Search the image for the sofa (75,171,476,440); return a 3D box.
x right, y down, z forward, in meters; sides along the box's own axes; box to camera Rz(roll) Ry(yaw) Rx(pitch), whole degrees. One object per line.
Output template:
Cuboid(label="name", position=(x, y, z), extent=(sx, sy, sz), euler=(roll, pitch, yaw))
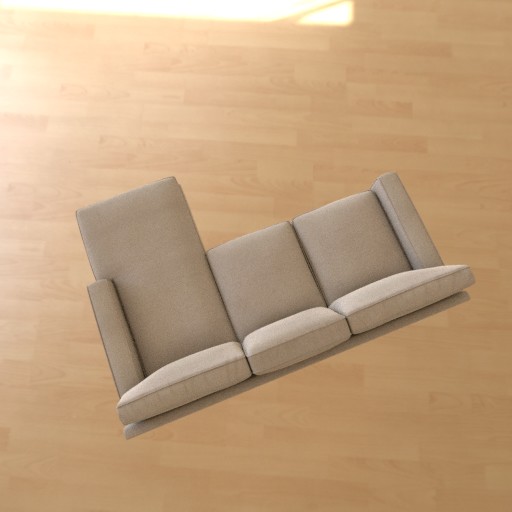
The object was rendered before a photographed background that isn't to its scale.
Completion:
Cuboid(label="sofa", position=(0.000, 0.000, 2.851), extent=(2.087, 0.861, 1.496), euler=(-21, 77, -5))
